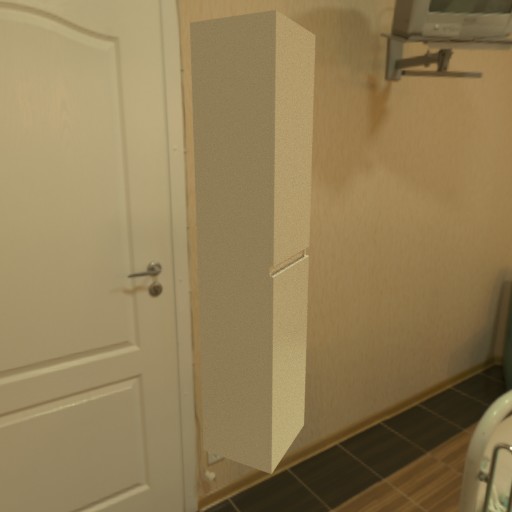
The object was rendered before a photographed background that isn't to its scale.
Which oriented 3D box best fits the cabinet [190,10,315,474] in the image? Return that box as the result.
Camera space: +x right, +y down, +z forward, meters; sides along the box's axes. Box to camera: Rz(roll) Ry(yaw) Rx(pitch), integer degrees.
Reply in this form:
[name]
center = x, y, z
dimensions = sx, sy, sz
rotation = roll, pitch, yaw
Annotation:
[cabinet]
center = 0.000, 0.000, 1.496
dimensions = 0.269, 1.400, 0.300
rotation = 7, 16, 26
